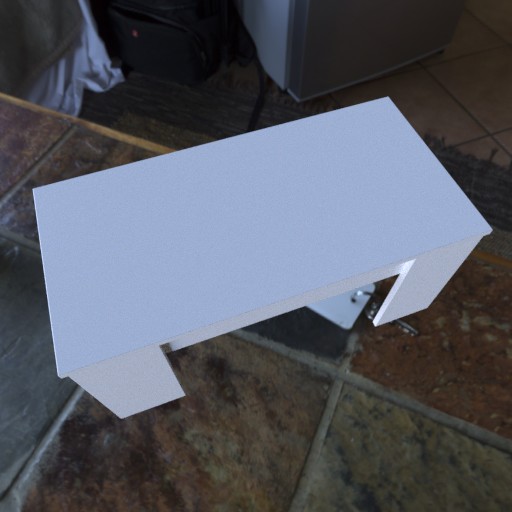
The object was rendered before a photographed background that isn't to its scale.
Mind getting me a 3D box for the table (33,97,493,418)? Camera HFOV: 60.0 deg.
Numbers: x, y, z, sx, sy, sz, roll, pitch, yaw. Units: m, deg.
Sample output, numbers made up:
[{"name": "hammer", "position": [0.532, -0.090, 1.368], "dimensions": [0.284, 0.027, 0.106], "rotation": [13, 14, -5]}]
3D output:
[{"name": "table", "position": [0.000, 0.000, 1.257], "dimensions": [1.000, 0.440, 0.500], "rotation": [-17, 60, -10]}]
